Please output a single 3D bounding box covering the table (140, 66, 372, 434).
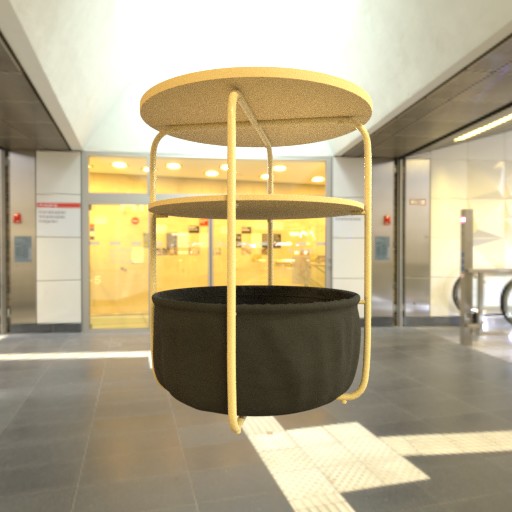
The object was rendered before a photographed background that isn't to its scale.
[{"bbox_3d":[0.000,0.000,0.827,0.418,0.532,0.418,0,1,-35],"label":"table"}]
